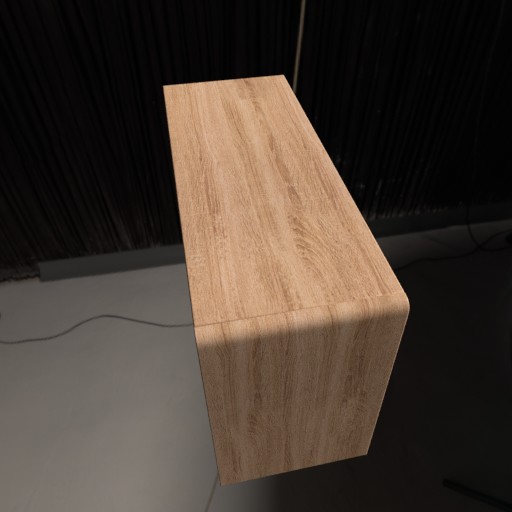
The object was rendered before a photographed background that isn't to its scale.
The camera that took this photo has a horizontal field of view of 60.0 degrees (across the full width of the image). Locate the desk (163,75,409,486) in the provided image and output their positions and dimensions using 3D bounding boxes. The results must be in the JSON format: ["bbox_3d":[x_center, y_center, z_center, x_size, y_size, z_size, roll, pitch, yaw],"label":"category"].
[{"bbox_3d":[0.000,0.000,1.647,0.500,0.750,1.300,-8,47,-8],"label":"desk"}]
